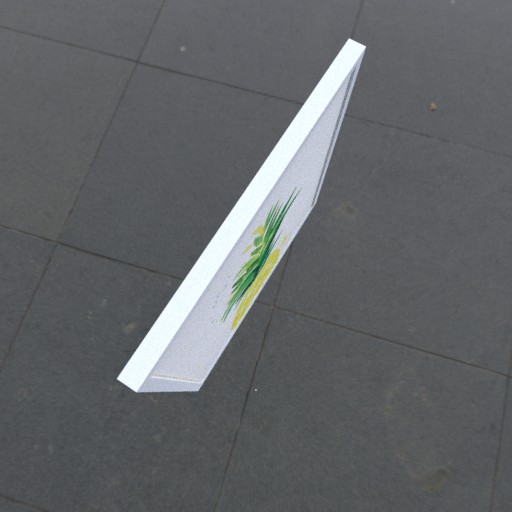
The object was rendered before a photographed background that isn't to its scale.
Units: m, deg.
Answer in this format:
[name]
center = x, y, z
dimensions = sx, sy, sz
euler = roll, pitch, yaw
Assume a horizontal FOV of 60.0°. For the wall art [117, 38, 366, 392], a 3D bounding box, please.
[wall art]
center = 0.000, 0.000, 1.144
dimensions = 0.038, 0.761, 0.763
euler = 31, 76, 9
